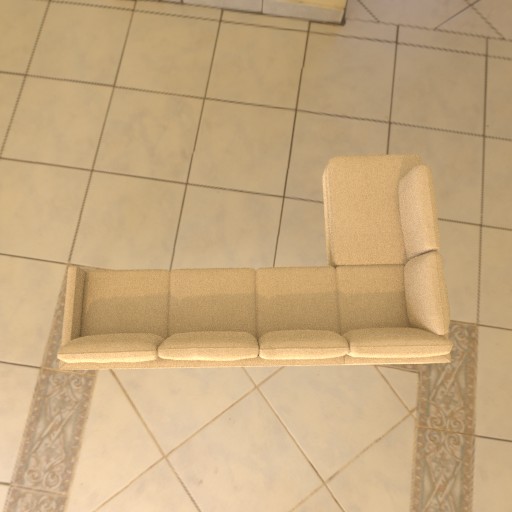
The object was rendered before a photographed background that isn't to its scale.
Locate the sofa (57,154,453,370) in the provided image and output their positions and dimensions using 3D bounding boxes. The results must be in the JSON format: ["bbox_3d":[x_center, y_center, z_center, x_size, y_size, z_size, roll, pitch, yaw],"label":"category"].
[{"bbox_3d":[0.000,0.000,4.242,3.384,0.996,2.048,-1,76,0],"label":"sofa"}]
